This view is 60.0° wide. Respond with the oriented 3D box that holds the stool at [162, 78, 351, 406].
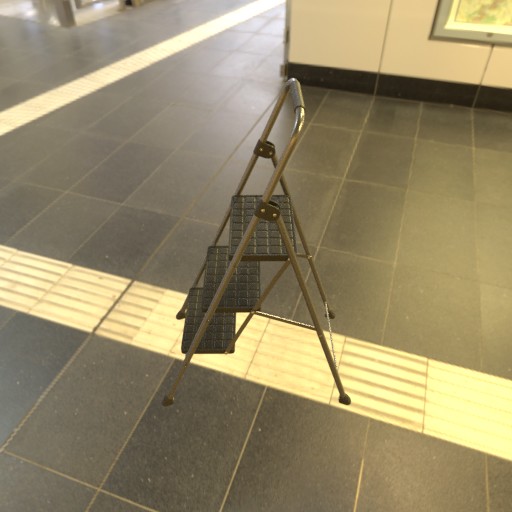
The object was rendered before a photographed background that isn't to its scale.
[{"bbox_3d":[0.000,0.000,1.506,0.733,1.121,0.473,0,42,0],"label":"stool"}]
